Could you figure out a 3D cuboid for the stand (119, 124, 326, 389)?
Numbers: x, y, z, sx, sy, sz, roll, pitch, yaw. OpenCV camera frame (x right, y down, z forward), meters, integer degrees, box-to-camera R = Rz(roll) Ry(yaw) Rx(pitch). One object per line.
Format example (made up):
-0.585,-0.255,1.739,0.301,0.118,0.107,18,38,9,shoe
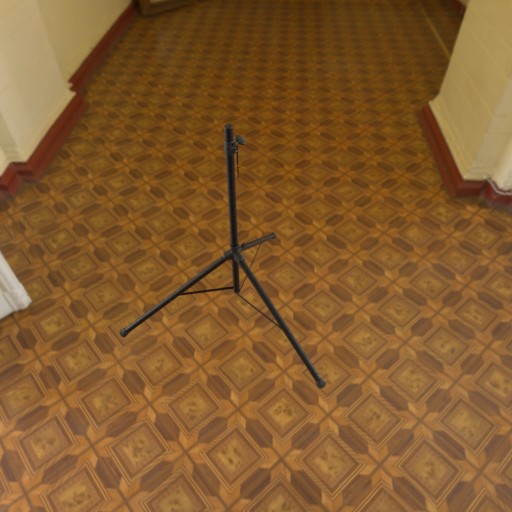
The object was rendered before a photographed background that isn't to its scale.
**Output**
0.000,0.000,2.764,1.596,1.595,1.339,-33,54,-27,stand
